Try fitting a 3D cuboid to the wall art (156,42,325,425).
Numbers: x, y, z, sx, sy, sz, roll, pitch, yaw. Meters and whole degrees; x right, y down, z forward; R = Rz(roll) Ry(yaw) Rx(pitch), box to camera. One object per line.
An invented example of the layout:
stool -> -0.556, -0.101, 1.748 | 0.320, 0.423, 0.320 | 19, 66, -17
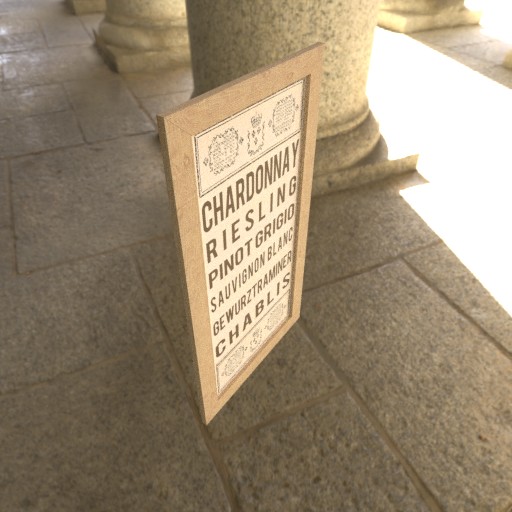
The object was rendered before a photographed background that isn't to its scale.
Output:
wall art -> 0.000, 0.000, 0.851 | 0.013, 0.683, 0.381 | 25, 46, 27
